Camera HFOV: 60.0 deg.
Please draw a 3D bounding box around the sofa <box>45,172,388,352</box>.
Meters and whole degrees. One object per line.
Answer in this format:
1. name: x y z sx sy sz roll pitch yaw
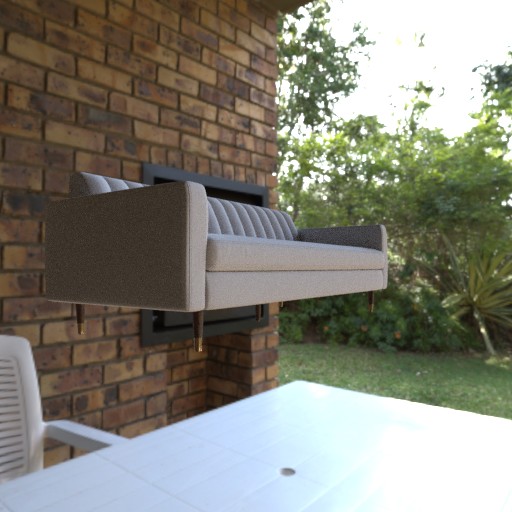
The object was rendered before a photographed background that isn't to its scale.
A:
1. sofa: 0.000 0.000 2.802 0.990 0.821 2.291 -1 -2 35
